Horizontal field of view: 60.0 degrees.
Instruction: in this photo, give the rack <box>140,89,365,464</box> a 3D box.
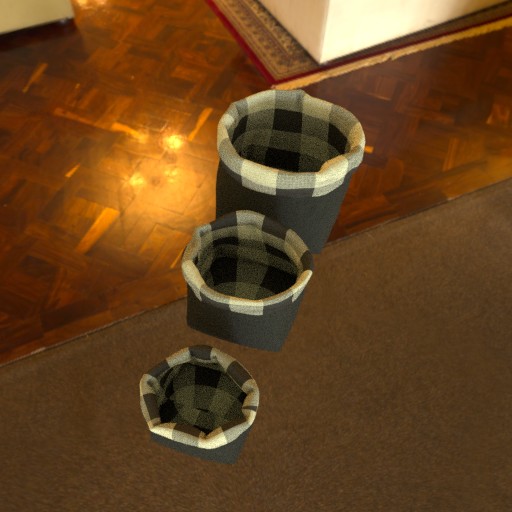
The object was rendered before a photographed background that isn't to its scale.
[{"bbox_3d":[0.000,0.000,1.065,0.370,0.329,0.889,15,59,9],"label":"rack"}]
